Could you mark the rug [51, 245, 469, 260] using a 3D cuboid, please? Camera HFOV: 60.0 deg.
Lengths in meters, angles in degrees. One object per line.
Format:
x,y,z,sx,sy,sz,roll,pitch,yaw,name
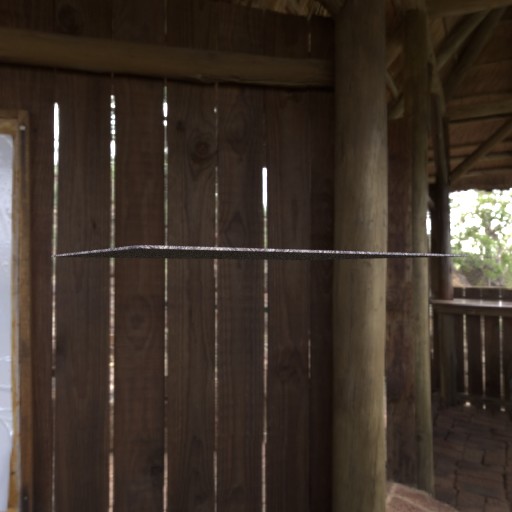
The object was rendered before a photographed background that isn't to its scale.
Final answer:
0.000,0.000,4.252,3.204,0.017,2.448,1,-2,-35,rug
